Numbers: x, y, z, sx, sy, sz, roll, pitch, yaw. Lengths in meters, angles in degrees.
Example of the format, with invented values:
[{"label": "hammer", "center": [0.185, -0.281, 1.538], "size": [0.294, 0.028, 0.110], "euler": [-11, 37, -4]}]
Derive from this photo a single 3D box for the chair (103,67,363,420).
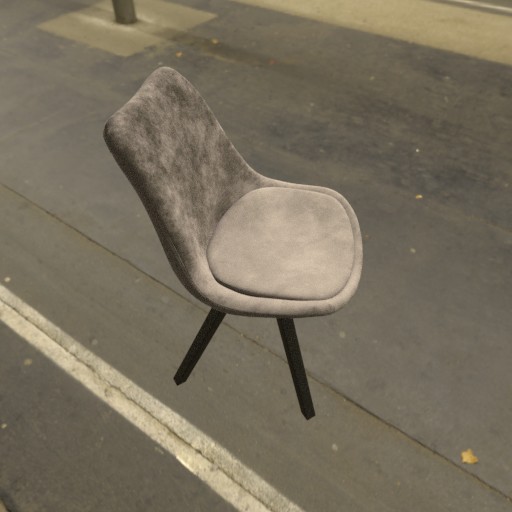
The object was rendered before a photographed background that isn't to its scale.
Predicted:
[{"label": "chair", "center": [0.000, 0.000, 1.182], "size": [0.550, 0.850, 0.485], "euler": [10, 47, 10]}]
